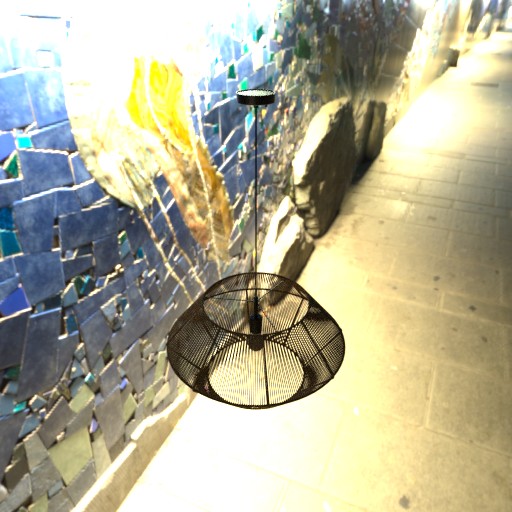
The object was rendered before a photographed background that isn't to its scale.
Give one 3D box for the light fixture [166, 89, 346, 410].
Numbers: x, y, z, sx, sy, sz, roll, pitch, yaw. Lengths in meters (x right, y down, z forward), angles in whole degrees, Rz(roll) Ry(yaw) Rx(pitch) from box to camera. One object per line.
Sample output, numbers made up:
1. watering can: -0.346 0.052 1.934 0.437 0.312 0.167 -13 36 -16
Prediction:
1. light fixture: 0.000 0.000 1.436 0.643 1.009 0.643 0 29 0
